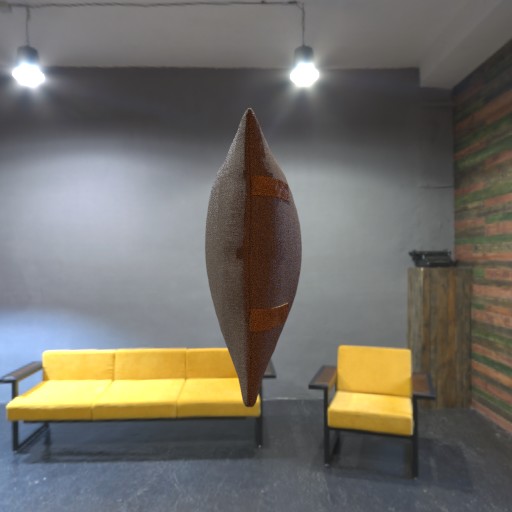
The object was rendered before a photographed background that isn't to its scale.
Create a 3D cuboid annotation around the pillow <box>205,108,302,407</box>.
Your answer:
[{"bbox_3d":[0.000,0.000,0.746,0.148,0.308,0.612,0,-1,1],"label":"pillow"}]
